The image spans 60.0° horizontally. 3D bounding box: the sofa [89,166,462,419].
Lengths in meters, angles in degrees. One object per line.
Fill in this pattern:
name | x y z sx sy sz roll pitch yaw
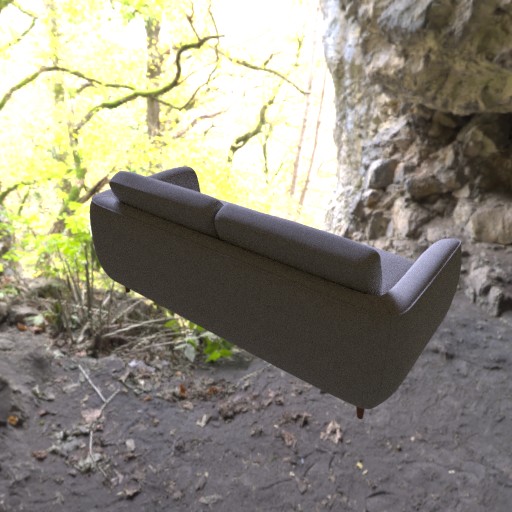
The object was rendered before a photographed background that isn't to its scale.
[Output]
sofa | 0.000 0.000 2.509 2.000 0.850 0.920 21 35 32
